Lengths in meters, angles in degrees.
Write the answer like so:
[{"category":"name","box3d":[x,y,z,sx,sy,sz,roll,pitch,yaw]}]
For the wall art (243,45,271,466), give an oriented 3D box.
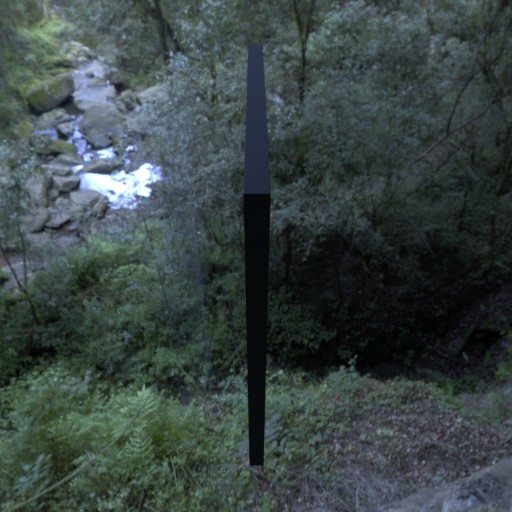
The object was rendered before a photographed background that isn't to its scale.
[{"category":"wall art","box3d":[0.000,0.000,0.696,0.023,0.505,0.428,0,41,0]}]
